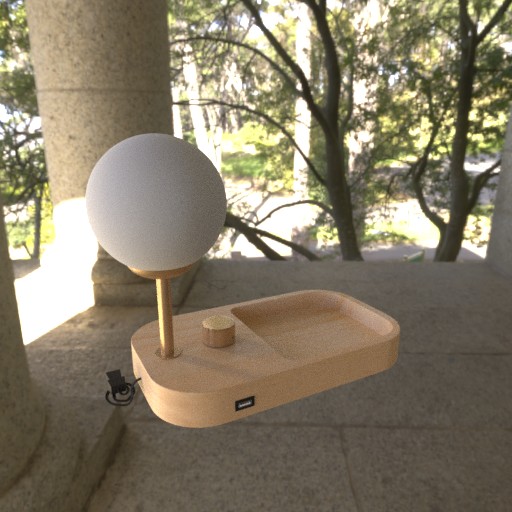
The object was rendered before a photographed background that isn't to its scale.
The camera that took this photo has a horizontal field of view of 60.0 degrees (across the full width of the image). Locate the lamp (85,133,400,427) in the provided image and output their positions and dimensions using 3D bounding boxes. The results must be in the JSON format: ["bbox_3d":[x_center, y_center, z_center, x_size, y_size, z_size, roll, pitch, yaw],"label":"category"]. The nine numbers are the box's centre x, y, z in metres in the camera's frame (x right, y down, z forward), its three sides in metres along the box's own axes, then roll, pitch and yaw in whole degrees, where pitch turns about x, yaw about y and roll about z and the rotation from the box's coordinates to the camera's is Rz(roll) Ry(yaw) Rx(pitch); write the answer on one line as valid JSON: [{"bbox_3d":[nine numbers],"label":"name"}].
[{"bbox_3d":[0.000,0.000,0.470,0.331,0.253,0.173,-9,19,-27],"label":"lamp"}]
